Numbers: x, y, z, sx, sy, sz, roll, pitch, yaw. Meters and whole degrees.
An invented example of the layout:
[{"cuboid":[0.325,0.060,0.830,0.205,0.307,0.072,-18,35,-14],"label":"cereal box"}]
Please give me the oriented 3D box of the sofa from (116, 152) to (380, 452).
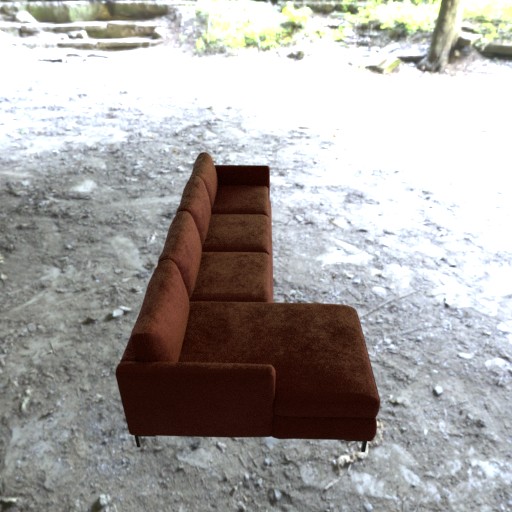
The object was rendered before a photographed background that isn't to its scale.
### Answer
[{"cuboid":[0.000,0.000,2.933,1.136,0.663,2.467,0,32,1],"label":"sofa"}]
